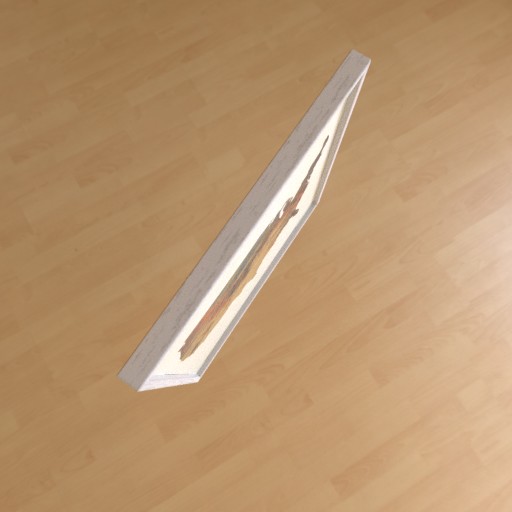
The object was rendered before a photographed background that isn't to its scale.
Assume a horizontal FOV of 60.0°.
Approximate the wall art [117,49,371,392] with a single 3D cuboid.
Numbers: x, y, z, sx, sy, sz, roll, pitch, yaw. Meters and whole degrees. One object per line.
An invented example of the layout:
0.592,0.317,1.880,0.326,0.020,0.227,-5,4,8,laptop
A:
0.000,0.000,1.980,0.078,1.288,1.287,33,78,8,wall art
